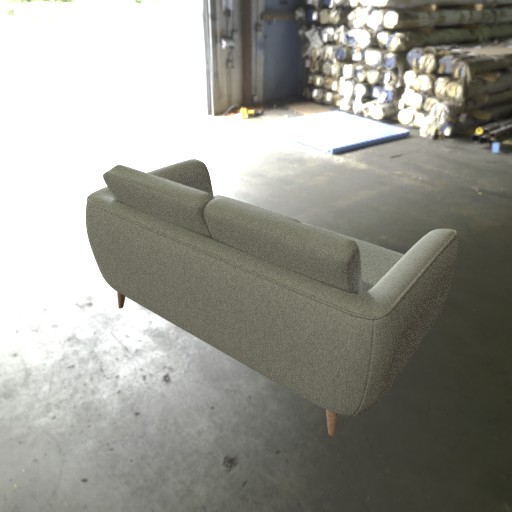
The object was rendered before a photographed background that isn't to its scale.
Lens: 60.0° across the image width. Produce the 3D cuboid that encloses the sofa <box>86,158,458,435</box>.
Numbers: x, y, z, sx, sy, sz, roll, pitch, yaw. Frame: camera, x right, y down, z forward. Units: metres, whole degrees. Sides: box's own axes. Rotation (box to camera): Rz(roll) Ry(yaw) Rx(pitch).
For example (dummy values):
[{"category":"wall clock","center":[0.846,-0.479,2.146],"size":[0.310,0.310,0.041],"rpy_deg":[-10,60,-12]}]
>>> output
[{"category":"sofa","center":[0.000,0.000,2.235],"size":[1.700,0.850,0.920],"rpy_deg":[22,37,32]}]
